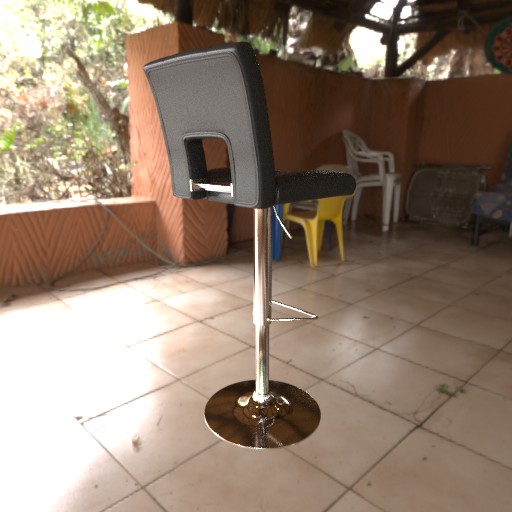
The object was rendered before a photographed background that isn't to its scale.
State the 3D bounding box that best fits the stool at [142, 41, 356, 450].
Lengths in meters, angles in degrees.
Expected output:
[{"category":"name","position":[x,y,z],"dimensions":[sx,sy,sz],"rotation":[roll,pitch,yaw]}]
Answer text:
[{"category":"stool","position":[0.000,0.000,1.410],"dimensions":[0.415,1.151,0.520],"rotation":[14,20,43]}]
